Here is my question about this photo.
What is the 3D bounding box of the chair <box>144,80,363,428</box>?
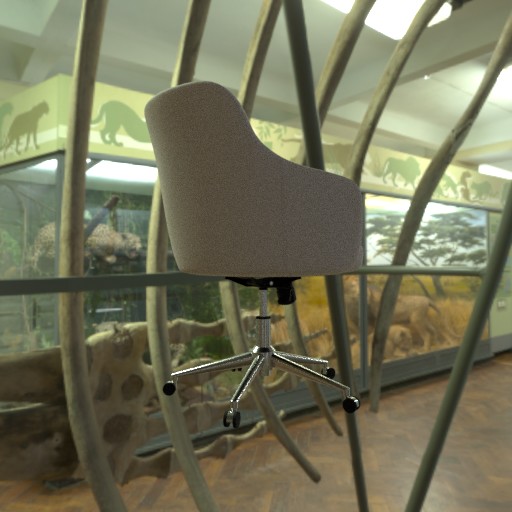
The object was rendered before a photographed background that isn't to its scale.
[{"bbox_3d":[0.000,0.000,1.309,0.647,0.819,0.602,0,-1,-37],"label":"chair"}]
